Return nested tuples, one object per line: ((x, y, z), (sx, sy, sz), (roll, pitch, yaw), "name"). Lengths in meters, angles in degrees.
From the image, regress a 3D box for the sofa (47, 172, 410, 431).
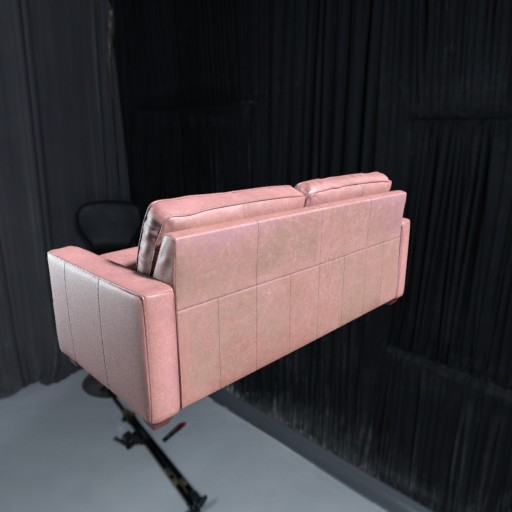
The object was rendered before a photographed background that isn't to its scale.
((0.000, 0.000, 2.615), (0.940, 0.919, 2.080), (15, 22, 43), "sofa")
